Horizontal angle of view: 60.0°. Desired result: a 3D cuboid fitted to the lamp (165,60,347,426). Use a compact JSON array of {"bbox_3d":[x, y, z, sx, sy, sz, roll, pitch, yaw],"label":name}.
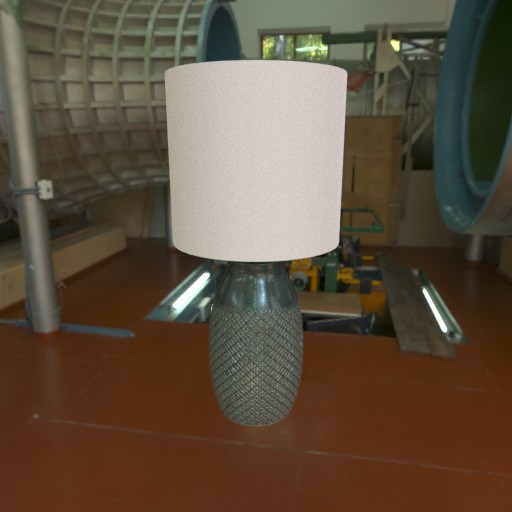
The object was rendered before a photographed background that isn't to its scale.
[{"bbox_3d":[0.000,0.000,0.594,0.217,0.453,0.217,14,21,43],"label":"lamp"}]
